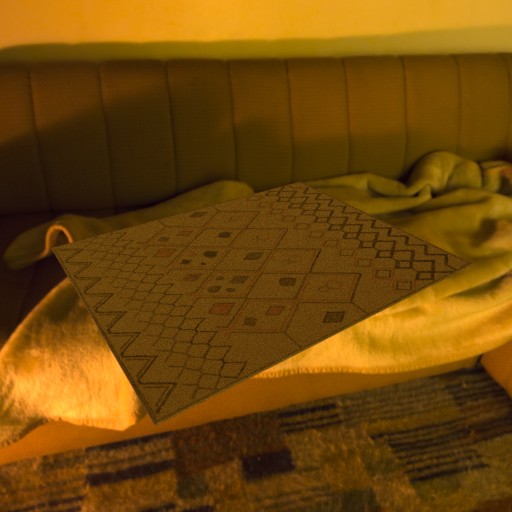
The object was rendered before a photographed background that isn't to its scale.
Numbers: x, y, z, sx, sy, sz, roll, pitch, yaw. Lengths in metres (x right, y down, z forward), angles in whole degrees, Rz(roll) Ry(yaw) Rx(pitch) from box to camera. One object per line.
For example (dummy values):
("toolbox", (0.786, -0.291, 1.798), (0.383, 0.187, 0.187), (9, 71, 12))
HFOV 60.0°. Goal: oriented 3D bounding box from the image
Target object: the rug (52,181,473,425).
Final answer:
("rug", (0.000, 0.000, 4.097), (3.050, 0.016, 2.441), (-19, 36, -29))
